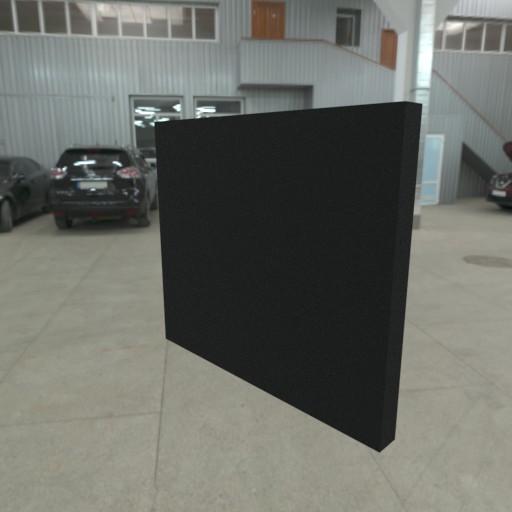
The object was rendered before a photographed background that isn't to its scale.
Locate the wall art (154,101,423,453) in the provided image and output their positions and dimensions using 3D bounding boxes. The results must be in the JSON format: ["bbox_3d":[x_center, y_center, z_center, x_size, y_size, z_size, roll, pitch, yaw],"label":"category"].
[{"bbox_3d":[0.000,0.000,0.542,0.031,0.330,0.381,-13,18,-43],"label":"wall art"}]
